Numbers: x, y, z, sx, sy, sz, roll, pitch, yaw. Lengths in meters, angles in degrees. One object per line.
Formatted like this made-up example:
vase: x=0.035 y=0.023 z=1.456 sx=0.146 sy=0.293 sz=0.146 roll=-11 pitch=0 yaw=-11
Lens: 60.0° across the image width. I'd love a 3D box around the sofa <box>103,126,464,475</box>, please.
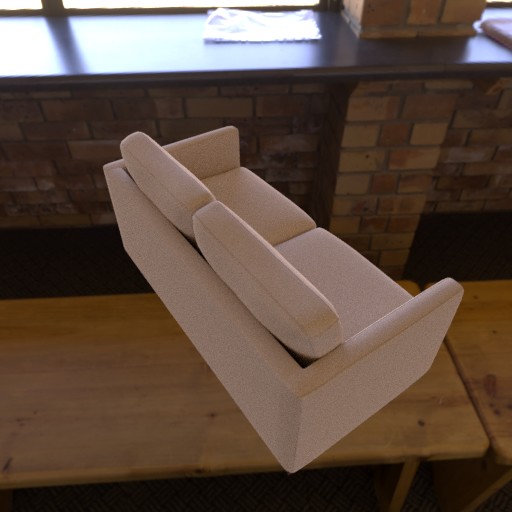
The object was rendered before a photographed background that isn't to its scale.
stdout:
sofa: x=0.000 y=0.000 z=2.232 sx=0.873 sy=0.888 sz=1.722 roll=-25 pitch=48 yaw=-25
